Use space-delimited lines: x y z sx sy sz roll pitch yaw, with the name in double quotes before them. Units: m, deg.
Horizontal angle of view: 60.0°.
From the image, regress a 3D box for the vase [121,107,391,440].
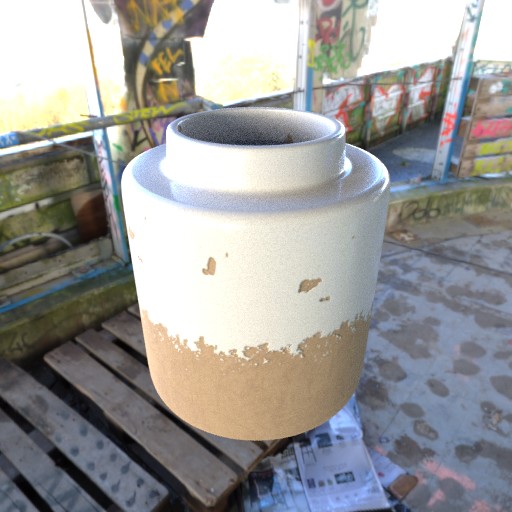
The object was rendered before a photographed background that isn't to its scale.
"vase" 0.000 0.000 0.285 0.153 0.167 0.153 0 29 0
